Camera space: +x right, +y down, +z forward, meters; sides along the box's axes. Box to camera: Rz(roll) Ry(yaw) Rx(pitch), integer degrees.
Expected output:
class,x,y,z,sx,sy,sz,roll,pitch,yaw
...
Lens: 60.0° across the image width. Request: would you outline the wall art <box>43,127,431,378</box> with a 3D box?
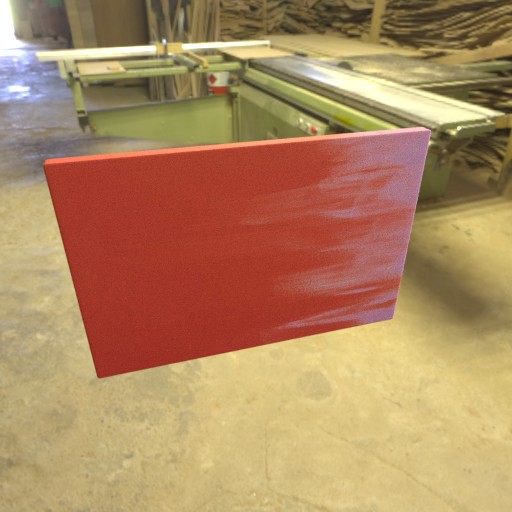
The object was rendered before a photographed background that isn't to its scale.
class,x,y,z,sx,sy,sz,roll,pitch,yaw
wall art,0.000,0.000,1.181,0.913,0.609,0.040,-9,32,-14
